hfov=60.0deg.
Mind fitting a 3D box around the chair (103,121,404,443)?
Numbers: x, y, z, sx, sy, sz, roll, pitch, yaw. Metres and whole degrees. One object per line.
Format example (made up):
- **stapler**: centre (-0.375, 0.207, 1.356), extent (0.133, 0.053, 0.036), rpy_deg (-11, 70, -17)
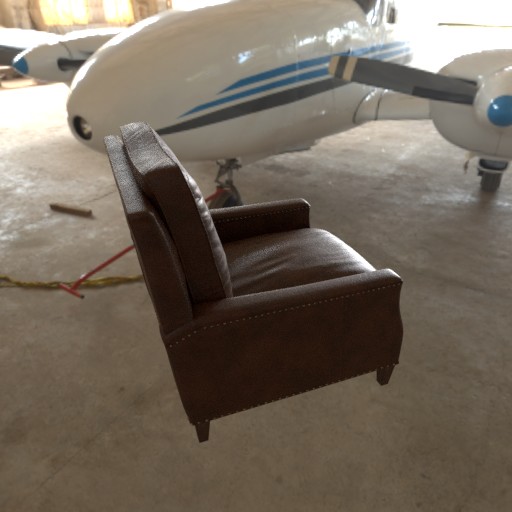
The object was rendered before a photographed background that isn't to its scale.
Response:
- **chair**: centre (0.000, 0.000, 1.864), extent (1.035, 1.054, 0.854), rpy_deg (-11, 31, -18)
